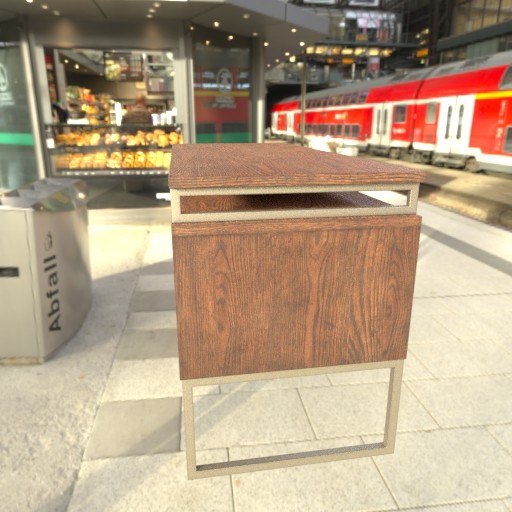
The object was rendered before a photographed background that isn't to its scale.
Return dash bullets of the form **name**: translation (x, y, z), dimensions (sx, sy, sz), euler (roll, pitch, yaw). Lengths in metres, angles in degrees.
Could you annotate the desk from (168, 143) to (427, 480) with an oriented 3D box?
- **desk**: translation (0.000, 0.000, 1.737), dimensions (0.610, 0.792, 1.384), euler (-3, 17, -9)
